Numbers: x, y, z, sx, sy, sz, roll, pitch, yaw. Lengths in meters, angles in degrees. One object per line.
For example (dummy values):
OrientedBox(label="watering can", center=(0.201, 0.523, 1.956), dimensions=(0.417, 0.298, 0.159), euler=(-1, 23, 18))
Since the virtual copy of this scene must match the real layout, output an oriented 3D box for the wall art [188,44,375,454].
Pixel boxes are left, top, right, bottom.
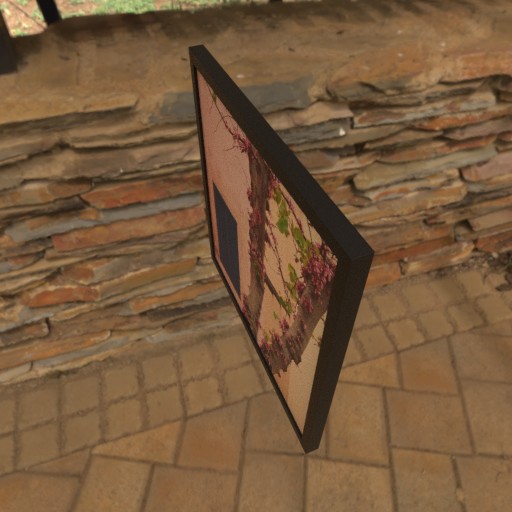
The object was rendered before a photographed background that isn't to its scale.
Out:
OrientedBox(label="wall art", center=(0.000, 0.000, 1.129), dimensions=(0.038, 0.762, 0.762), euler=(-17, 50, -15))
